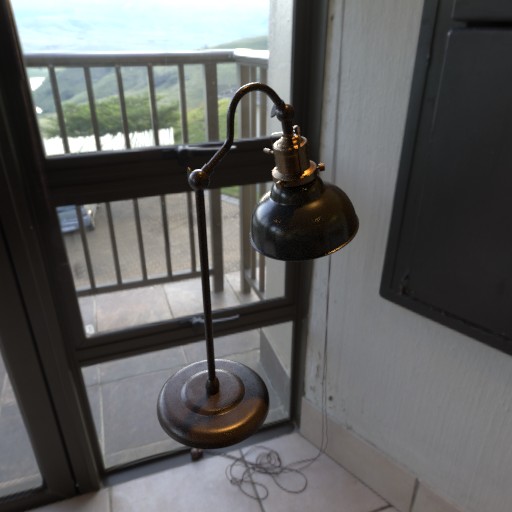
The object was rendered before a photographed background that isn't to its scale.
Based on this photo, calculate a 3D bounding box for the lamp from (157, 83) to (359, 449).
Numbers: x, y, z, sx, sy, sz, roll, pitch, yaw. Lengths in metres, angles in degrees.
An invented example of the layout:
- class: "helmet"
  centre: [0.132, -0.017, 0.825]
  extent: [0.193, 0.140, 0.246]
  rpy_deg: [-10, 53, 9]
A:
- class: "lamp"
  centre: [0.000, 0.000, 0.694]
  extent: [0.374, 0.508, 0.192]
  rpy_deg: [-19, 33, -33]
